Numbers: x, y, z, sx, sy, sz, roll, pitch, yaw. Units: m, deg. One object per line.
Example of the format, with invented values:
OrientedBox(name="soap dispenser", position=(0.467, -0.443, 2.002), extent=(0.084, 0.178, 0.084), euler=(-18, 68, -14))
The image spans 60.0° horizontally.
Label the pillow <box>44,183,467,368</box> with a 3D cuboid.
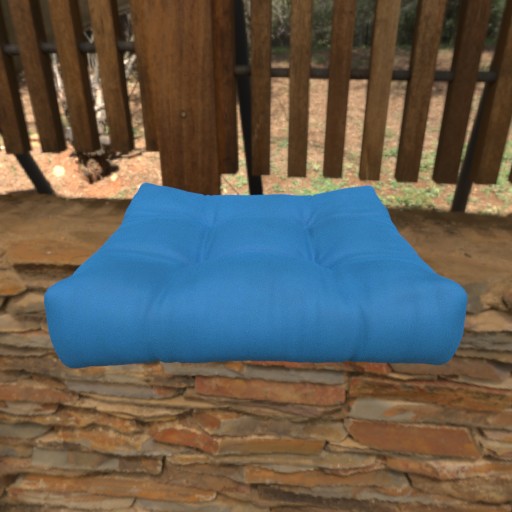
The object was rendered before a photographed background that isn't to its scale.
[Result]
OrientedBox(name="pillow", position=(0.000, 0.000, 0.712), extent=(0.490, 0.128, 0.468), euler=(0, 25, 0))
